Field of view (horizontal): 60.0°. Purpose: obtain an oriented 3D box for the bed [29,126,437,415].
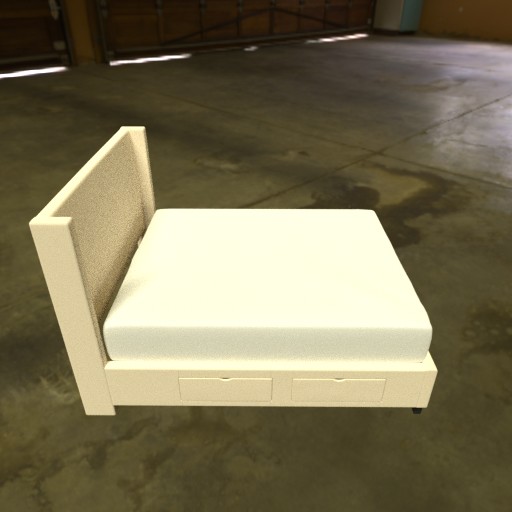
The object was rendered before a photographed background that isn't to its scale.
[{"bbox_3d":[0.000,0.000,3.351,2.280,1.471,1.765,0,32,0],"label":"bed"}]
